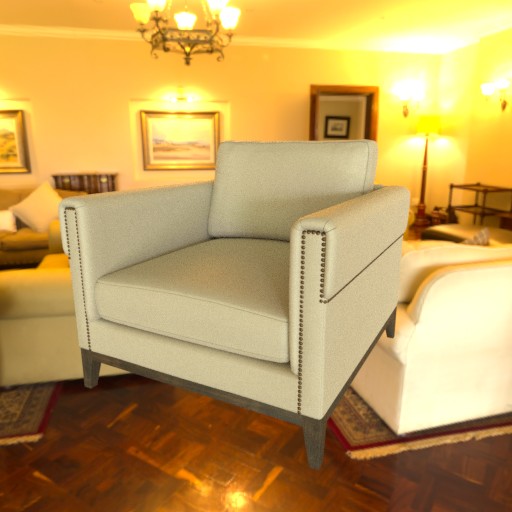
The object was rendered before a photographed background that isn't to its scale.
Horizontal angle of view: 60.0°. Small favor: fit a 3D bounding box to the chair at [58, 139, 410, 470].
[{"bbox_3d":[0.000,0.000,1.640,0.914,0.838,0.959,8,16,27],"label":"chair"}]
